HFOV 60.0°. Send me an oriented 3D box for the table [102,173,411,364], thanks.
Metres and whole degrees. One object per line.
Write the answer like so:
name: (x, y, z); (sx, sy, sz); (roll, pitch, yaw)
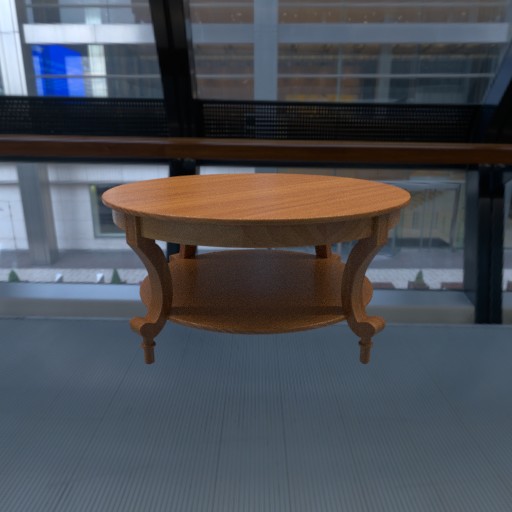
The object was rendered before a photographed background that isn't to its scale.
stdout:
table: (0.000, 0.000, 1.617); (1.029, 0.490, 1.029); (0, 17, 0)
